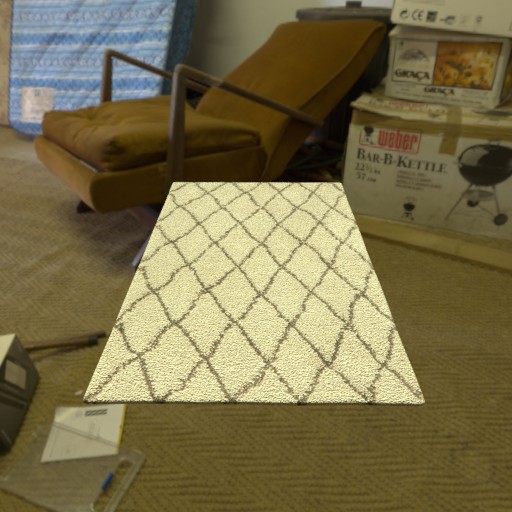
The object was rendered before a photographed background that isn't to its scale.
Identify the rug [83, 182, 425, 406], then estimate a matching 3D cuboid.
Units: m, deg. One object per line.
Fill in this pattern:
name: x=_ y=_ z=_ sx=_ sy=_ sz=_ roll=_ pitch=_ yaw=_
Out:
rug: x=0.000 y=0.000 z=2.990 sx=1.524 sy=0.030 sz=2.438 roll=0 pitch=33 yaw=0
